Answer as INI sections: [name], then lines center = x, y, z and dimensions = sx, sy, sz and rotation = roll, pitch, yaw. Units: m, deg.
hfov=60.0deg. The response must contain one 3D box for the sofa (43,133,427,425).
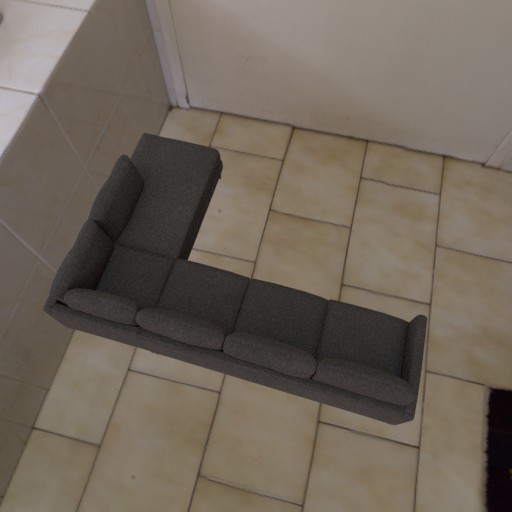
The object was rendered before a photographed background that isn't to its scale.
[sofa]
center = 0.000, 0.000, 3.854
dimensions = 2.949, 0.815, 2.007
rotation = 15, 66, 7
